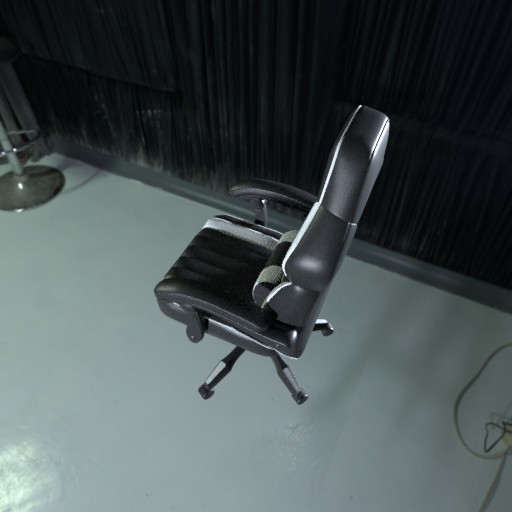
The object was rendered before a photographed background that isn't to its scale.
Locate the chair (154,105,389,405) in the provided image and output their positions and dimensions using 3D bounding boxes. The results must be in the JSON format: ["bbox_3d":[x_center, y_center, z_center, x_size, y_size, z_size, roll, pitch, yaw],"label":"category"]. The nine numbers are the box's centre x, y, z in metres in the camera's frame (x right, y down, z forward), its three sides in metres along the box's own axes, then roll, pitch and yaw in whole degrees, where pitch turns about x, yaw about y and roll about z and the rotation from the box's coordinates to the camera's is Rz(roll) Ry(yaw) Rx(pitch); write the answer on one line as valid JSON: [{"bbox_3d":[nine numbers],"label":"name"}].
[{"bbox_3d":[0.000,0.000,1.612,0.700,1.200,0.676,17,49,16],"label":"chair"}]
